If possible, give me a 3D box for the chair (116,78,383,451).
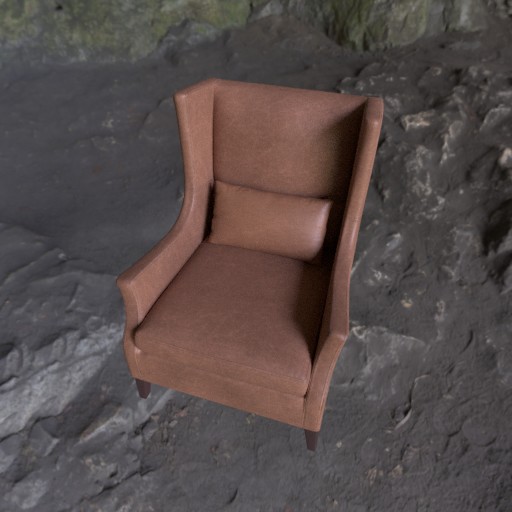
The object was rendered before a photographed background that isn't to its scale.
[{"bbox_3d":[0.000,0.000,1.743,0.815,1.088,0.913,12,43,13],"label":"chair"}]
